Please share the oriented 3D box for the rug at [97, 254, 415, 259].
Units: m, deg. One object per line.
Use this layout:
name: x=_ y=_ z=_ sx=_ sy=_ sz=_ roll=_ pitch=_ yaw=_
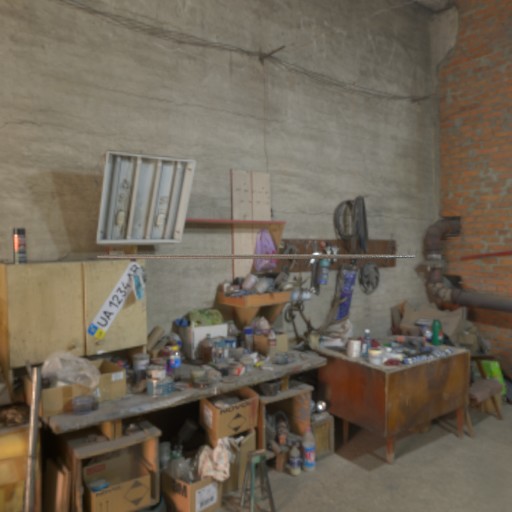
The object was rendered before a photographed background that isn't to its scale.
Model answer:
rug: x=0.000 y=0.000 z=2.357 sx=1.593 sy=0.012 sz=1.593 roll=0 pitch=0 yaw=0
